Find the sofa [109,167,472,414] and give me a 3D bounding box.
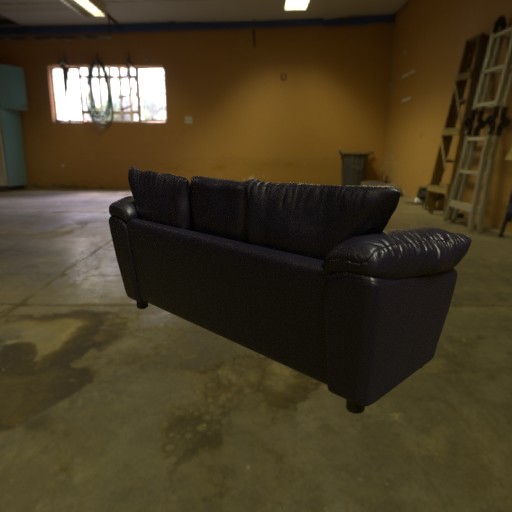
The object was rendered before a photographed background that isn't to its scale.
[{"bbox_3d":[0.000,0.000,2.842,0.880,1.073,2.336,-13,19,-43],"label":"sofa"}]
